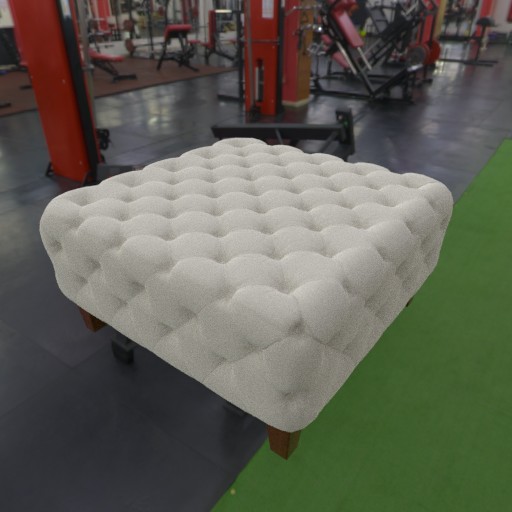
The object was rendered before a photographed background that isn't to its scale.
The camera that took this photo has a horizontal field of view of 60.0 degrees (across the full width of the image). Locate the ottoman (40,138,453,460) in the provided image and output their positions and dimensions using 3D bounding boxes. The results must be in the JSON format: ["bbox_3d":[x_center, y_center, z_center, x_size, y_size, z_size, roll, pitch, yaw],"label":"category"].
[{"bbox_3d":[0.000,0.000,1.154,0.755,0.376,0.753,21,37,32],"label":"ottoman"}]
